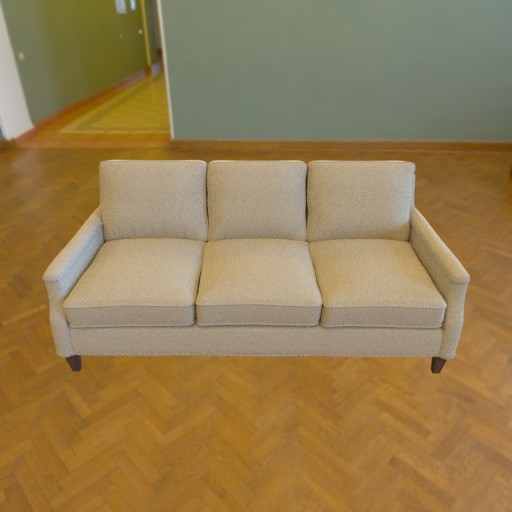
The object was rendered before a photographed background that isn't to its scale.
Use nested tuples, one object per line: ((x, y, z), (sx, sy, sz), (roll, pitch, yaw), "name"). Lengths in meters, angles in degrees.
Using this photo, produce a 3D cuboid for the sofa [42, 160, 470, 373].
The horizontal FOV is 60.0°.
((0.000, 0.000, 2.764), (2.246, 1.003, 1.084), (0, 30, 0), "sofa")
